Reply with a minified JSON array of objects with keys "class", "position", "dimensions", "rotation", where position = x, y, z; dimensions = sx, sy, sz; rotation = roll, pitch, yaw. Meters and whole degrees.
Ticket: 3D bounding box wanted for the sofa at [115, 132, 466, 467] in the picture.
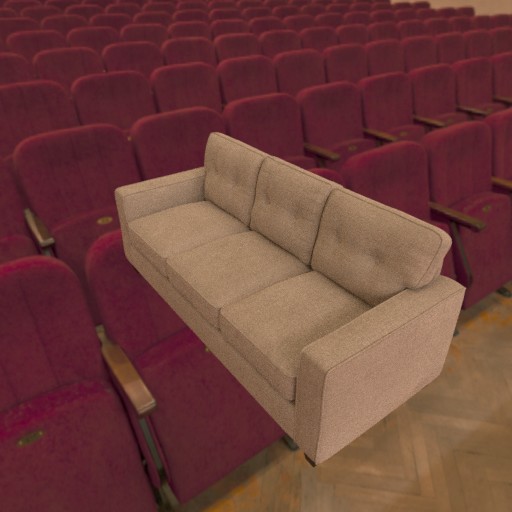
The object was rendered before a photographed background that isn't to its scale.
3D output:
[{"class":"sofa","position":[0.000,0.000,2.658],"dimensions":[0.939,0.965,2.133],"rotation":[-21,38,-30]}]
